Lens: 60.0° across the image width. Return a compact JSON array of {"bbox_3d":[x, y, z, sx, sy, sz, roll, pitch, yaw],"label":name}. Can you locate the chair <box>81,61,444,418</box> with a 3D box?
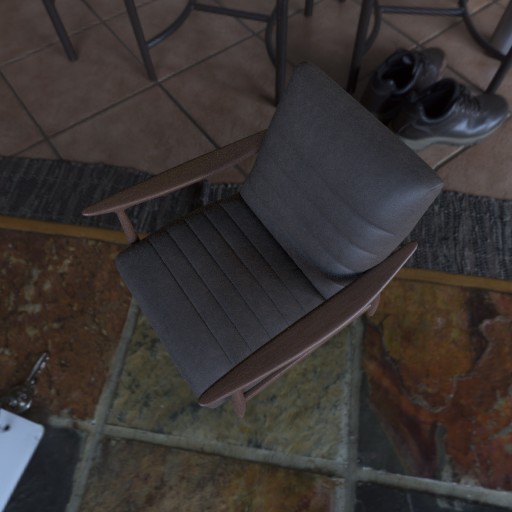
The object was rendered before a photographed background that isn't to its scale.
[{"bbox_3d":[0.000,0.000,1.457,0.798,0.831,0.741,-32,67,-15],"label":"chair"}]
